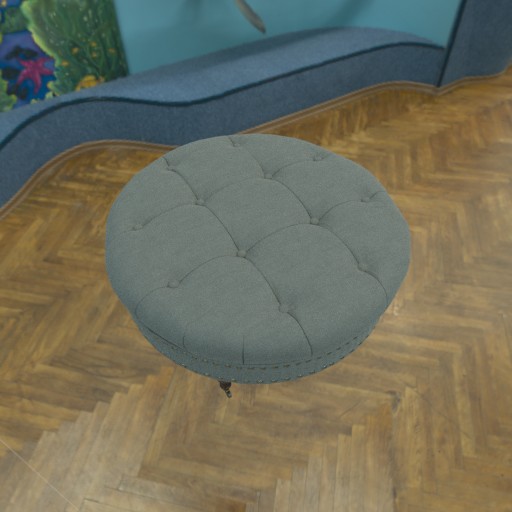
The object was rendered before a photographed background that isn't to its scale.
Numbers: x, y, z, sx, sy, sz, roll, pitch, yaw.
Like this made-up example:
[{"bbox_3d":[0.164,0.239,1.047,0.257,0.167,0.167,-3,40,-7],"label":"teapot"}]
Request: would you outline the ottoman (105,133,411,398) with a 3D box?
[{"bbox_3d":[0.000,0.000,1.422,0.901,0.439,0.901,0,47,0],"label":"ottoman"}]
